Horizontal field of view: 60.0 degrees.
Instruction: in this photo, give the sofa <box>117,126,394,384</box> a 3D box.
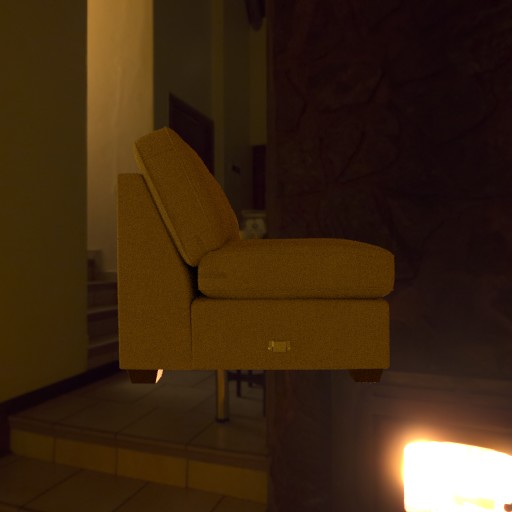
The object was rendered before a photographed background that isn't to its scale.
[{"bbox_3d":[0.000,0.000,2.768,1.127,1.036,2.092,0,0,0],"label":"sofa"}]
